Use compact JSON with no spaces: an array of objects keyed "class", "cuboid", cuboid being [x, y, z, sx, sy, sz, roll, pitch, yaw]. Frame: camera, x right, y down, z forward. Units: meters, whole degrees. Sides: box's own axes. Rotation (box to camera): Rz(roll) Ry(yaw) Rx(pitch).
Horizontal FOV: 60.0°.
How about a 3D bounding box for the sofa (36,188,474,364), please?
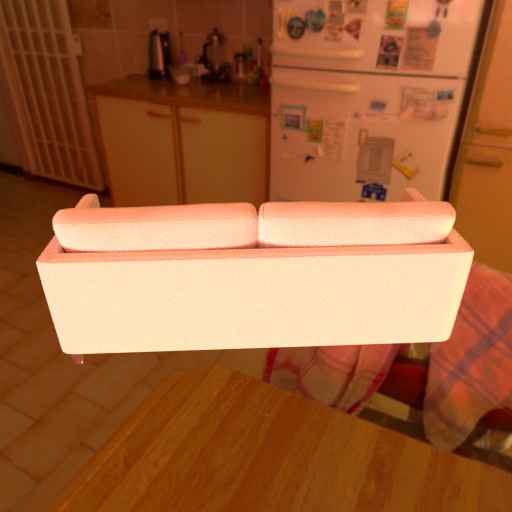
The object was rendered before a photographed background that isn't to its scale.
[{"class":"sofa","cuboid":[0.000,0.000,2.879,2.361,0.962,0.951,-1,31,-2]}]
